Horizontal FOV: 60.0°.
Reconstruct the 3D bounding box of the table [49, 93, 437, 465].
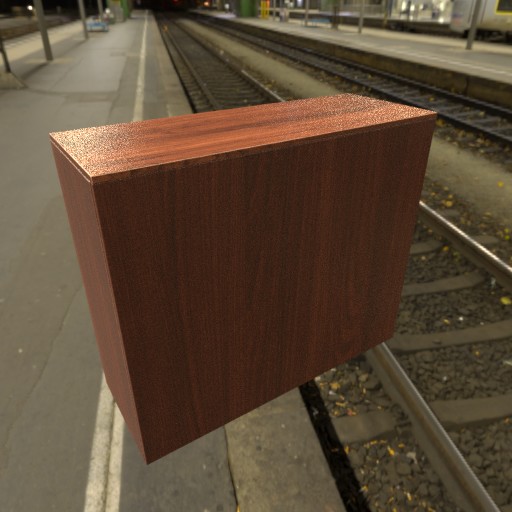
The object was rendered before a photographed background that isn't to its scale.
[{"bbox_3d":[0.000,0.000,1.317,0.930,0.790,0.380,-18,34,-28],"label":"table"}]
